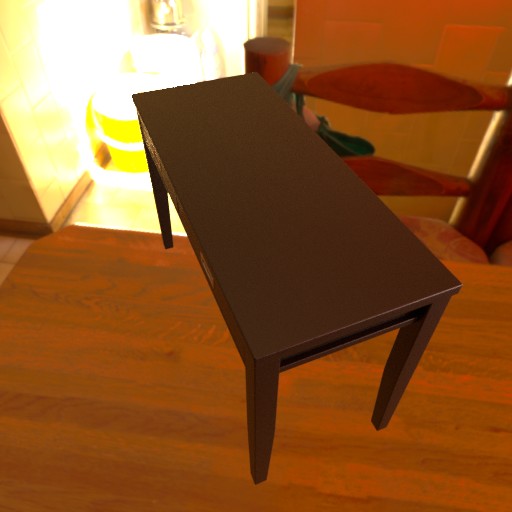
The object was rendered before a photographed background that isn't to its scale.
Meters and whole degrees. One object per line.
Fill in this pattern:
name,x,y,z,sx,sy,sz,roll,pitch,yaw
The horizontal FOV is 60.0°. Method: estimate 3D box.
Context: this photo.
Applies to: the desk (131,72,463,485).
desk,0.000,0.000,1.599,0.508,0.775,1.220,-16,48,-15
